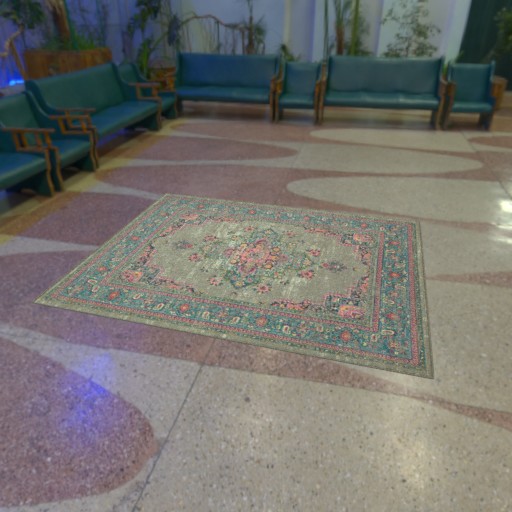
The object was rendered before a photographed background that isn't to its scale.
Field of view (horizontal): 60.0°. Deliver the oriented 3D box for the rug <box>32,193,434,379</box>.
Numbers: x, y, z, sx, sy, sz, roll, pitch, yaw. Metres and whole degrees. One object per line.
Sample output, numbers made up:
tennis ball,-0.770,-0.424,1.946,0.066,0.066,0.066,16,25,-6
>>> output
rug,0.000,0.000,4.203,3.057,0.013,2.434,8,31,14
